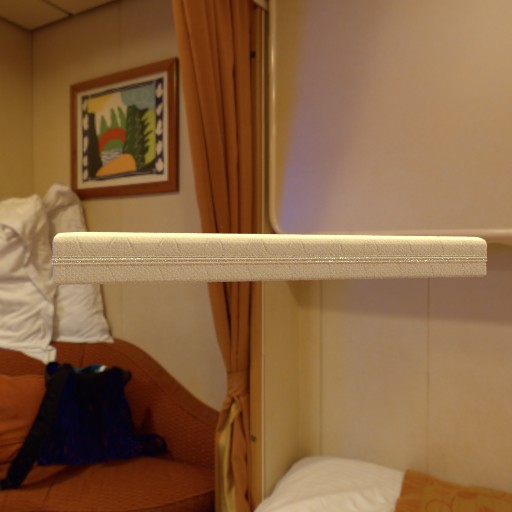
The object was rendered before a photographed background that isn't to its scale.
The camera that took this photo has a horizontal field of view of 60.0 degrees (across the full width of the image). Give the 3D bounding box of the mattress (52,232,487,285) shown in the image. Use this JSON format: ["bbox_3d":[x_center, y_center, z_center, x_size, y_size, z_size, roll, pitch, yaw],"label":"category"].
[{"bbox_3d":[0.000,0.000,2.584,2.000,0.200,1.400,0,1,-17],"label":"mattress"}]
